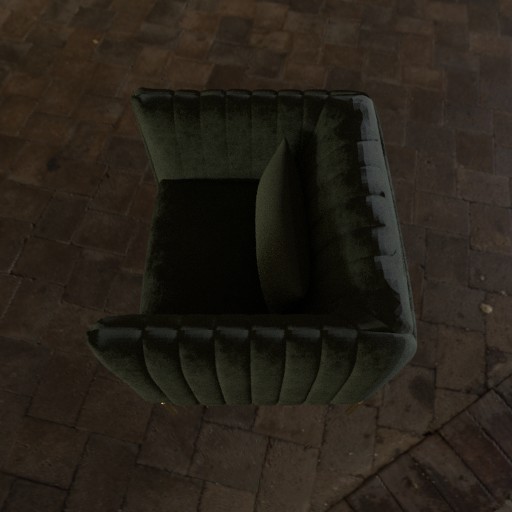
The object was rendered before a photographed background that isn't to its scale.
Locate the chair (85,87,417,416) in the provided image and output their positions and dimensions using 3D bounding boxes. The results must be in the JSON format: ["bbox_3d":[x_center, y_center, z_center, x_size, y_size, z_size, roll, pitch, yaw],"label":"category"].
[{"bbox_3d":[0.000,0.000,1.651,0.877,0.794,1.032,0,61,0],"label":"chair"}]
